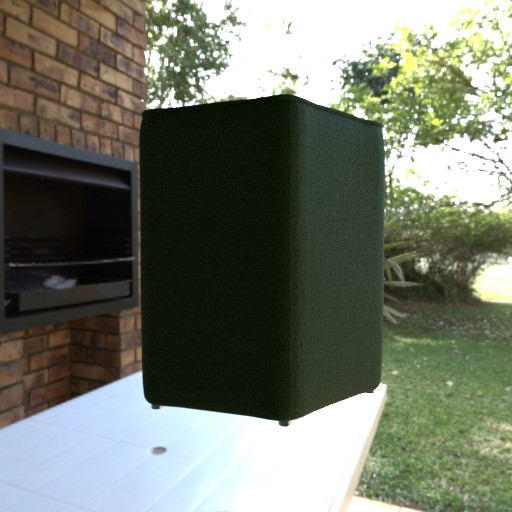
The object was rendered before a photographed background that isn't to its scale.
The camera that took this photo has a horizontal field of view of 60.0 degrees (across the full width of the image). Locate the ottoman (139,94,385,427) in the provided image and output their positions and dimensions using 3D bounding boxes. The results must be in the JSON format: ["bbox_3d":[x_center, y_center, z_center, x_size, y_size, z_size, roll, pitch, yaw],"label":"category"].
[{"bbox_3d":[0.000,0.000,0.894,0.499,0.507,0.444,0,1,19],"label":"ottoman"}]
